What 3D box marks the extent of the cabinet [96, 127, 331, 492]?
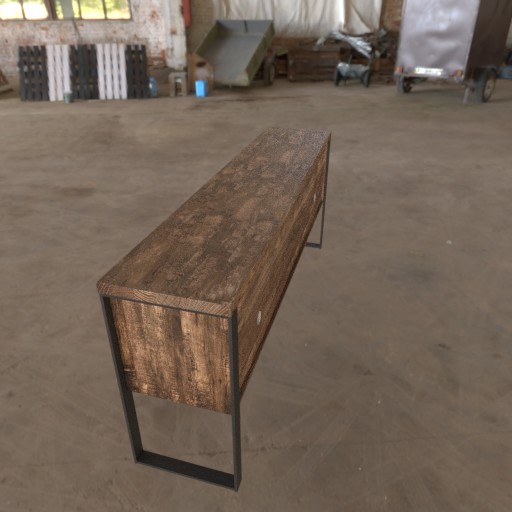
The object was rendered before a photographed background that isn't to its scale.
[{"bbox_3d":[0.000,0.000,2.080,0.395,0.762,1.800,8,31,14],"label":"cabinet"}]
